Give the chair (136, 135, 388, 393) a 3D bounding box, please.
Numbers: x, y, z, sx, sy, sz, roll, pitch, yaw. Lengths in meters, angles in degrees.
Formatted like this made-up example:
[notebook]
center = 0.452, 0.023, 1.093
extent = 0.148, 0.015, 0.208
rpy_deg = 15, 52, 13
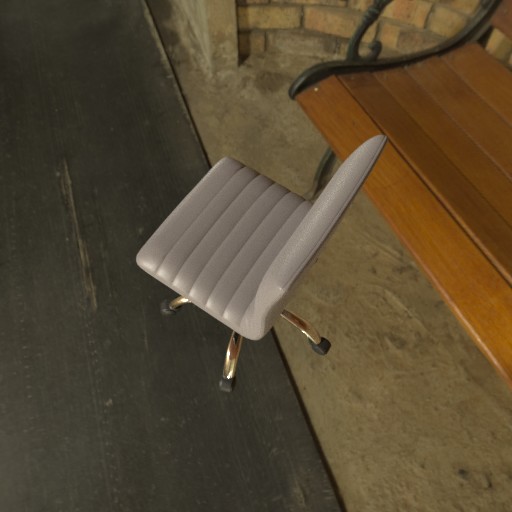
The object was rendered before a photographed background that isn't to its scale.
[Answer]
[chair]
center = 0.000, 0.000, 1.149
extent = 0.542, 0.750, 0.569
rpy_deg = 29, 65, 15
